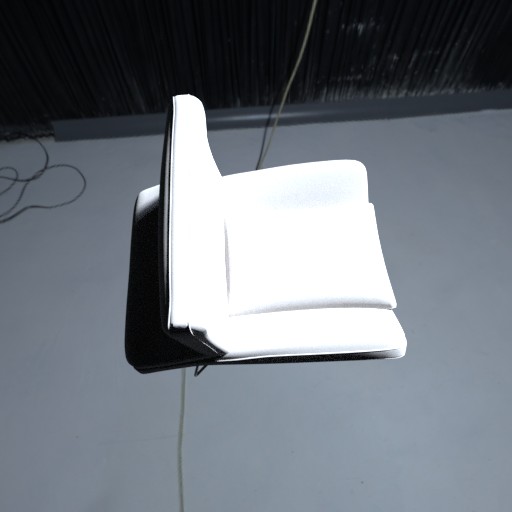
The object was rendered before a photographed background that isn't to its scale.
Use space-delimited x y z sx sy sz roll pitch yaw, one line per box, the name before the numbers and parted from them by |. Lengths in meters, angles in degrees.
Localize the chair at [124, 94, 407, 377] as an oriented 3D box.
chair | 0.000 0.000 1.691 1.008 0.855 0.859 -4 62 -2
